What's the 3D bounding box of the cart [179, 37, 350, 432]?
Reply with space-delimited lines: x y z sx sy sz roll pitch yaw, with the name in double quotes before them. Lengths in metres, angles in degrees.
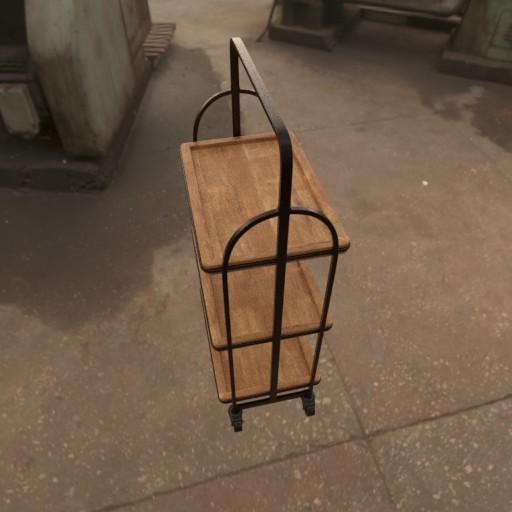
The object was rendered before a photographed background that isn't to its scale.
"cart" 0.000 0.000 1.227 0.327 1.001 0.553 -9 47 -9
